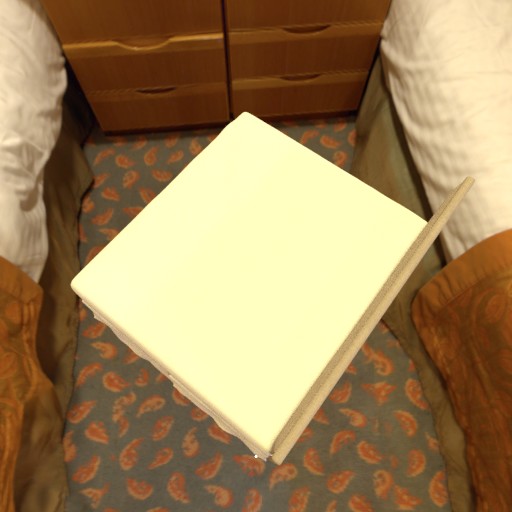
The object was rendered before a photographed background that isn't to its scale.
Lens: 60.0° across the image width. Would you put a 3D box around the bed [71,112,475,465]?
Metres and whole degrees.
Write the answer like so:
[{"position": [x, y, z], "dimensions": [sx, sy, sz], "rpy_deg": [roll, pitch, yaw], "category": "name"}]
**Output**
[{"position": [0.000, 0.000, 3.314], "dimensions": [1.914, 1.346, 2.170], "rpy_deg": [35, 70, 15], "category": "bed"}]
